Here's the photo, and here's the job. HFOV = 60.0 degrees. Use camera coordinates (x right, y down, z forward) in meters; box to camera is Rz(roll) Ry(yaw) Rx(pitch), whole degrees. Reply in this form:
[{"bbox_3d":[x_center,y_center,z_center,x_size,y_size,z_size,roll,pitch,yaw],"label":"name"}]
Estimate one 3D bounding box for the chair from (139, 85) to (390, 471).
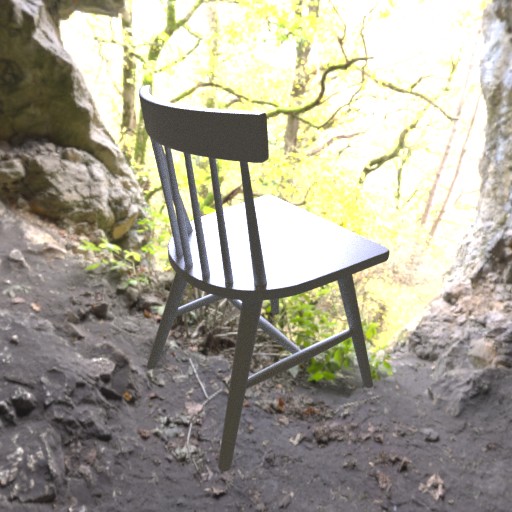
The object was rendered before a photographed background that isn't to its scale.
[{"bbox_3d":[0.000,0.000,1.120,0.500,0.787,0.483,-18,32,-31],"label":"chair"}]
